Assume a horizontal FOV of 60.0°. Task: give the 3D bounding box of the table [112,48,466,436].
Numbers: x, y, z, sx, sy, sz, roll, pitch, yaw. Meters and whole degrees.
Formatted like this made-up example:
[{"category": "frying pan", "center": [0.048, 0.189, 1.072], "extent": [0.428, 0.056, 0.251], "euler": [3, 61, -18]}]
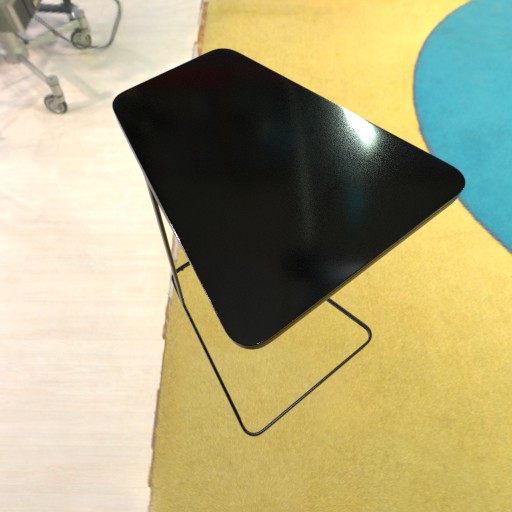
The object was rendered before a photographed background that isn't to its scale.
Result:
[{"category": "table", "center": [0.000, 0.000, 0.950], "extent": [0.427, 0.624, 0.500], "euler": [-34, 64, -19]}]
